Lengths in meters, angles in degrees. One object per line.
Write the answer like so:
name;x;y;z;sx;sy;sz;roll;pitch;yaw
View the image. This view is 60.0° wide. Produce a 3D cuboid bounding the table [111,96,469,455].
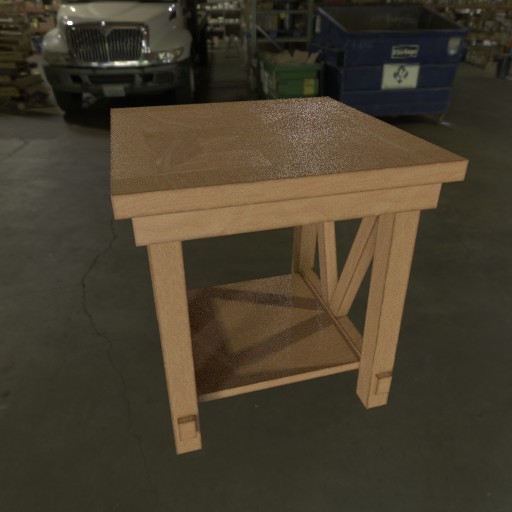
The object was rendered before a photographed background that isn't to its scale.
table;0.000;0.000;1.126;0.610;0.638;0.612;-8;31;-14
